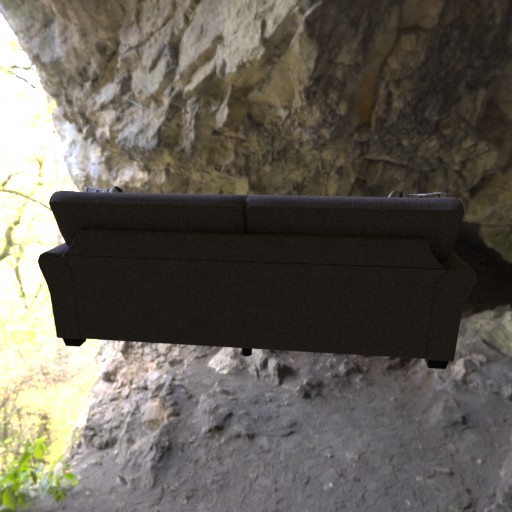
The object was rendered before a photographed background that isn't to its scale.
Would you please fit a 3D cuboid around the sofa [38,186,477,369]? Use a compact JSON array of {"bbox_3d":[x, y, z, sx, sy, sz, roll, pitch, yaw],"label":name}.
[{"bbox_3d":[0.000,0.000,2.467,2.032,0.813,0.889,2,16,7],"label":"sofa"}]
